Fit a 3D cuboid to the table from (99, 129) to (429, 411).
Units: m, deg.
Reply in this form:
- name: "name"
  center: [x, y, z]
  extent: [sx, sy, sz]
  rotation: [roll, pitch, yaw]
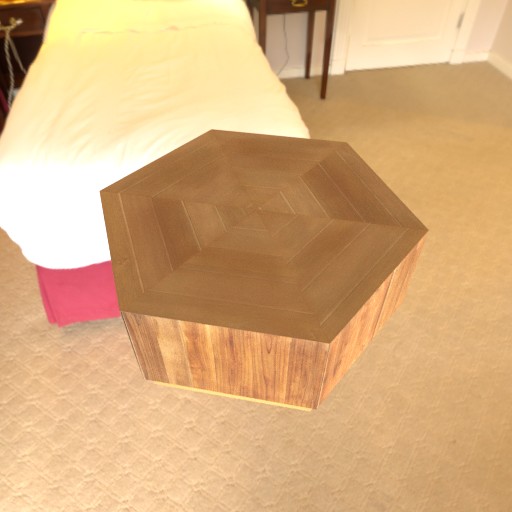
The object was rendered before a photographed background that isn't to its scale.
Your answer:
- name: "table"
  center: [0.000, 0.000, 1.690]
  extent: [1.000, 0.456, 1.154]
  rotation: [31, 53, 27]
